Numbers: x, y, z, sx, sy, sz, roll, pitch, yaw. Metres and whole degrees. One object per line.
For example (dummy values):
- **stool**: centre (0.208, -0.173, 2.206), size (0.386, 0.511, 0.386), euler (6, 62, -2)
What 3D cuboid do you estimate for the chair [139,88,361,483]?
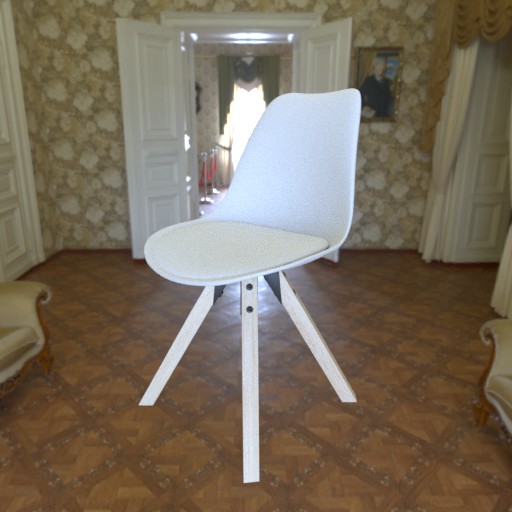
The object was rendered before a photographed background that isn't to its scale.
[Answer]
- **chair**: centre (0.000, 0.000, 1.168), size (0.485, 0.850, 0.550), euler (14, 21, 41)
